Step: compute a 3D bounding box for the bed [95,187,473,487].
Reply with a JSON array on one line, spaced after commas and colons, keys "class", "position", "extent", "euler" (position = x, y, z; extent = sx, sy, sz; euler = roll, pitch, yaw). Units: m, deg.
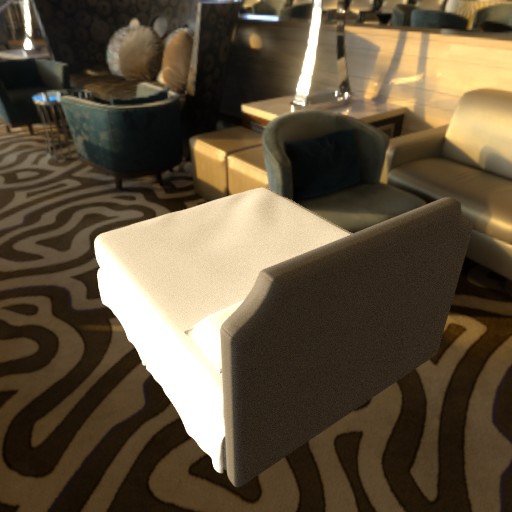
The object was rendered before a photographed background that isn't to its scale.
[{"class": "bed", "position": [0.000, 0.000, 3.823], "extent": [2.194, 1.561, 2.536], "euler": [-21, 37, -30]}]
